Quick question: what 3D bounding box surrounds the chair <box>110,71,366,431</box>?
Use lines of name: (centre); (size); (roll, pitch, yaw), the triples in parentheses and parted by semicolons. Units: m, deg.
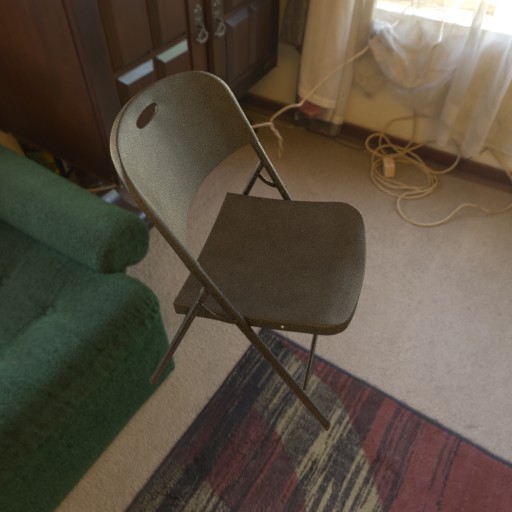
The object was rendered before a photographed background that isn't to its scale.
chair: (0.000, 0.000, 1.175); (0.566, 0.810, 0.494); (11, 49, 10)
